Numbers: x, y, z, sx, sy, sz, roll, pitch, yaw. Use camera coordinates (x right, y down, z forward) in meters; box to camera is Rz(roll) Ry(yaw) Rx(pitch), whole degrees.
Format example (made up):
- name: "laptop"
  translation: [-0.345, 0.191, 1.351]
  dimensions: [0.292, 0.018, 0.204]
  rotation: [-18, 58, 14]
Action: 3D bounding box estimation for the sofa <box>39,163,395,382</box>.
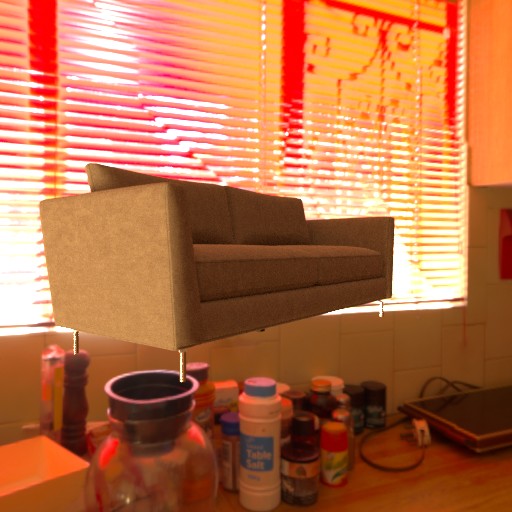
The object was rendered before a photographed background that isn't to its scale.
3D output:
- name: "sofa"
  translation: [0.000, 0.000, 2.558]
  dimensions: [0.889, 0.864, 2.121]
  rotation: [1, 1, 37]
